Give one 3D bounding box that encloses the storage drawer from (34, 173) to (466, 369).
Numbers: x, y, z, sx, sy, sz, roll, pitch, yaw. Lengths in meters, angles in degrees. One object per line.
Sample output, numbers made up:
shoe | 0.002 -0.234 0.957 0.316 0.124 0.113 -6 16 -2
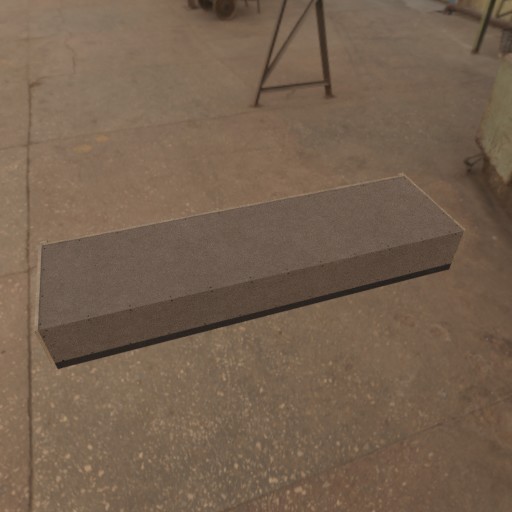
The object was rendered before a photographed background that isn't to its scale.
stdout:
storage drawer | 0.000 0.000 2.322 2.072 0.274 0.591 -12 43 -14
